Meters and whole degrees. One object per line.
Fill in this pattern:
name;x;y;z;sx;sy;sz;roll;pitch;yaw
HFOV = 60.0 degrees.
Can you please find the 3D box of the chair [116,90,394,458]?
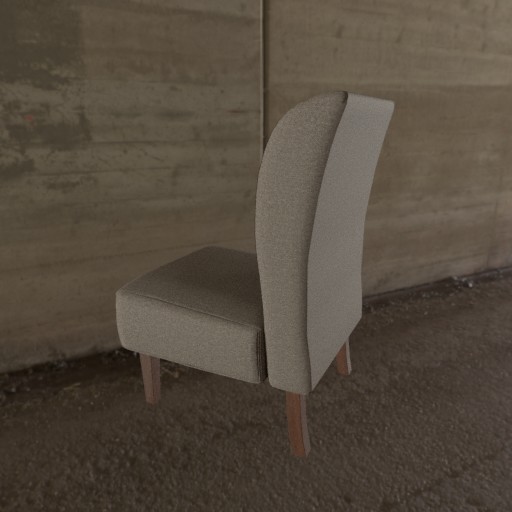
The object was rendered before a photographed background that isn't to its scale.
chair;0.000;0.000;1.200;0.592;0.804;0.513;8;19;25
